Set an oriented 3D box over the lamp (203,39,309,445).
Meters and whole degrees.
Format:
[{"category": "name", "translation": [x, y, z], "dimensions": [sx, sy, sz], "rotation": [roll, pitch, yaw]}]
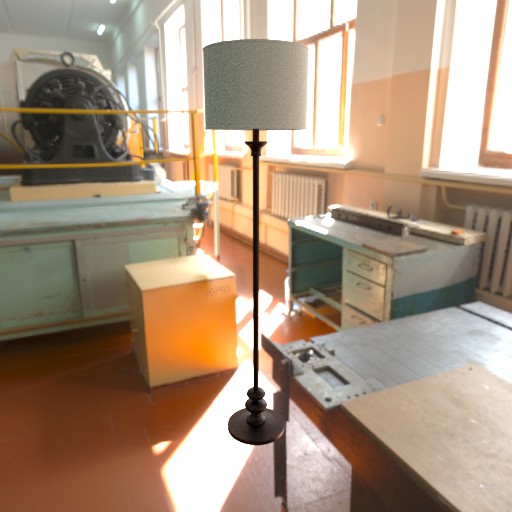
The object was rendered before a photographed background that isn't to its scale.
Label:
[{"category": "lamp", "translation": [0.000, 0.000, 1.677], "dimensions": [0.356, 1.487, 0.356], "rotation": [3, 15, 10]}]
